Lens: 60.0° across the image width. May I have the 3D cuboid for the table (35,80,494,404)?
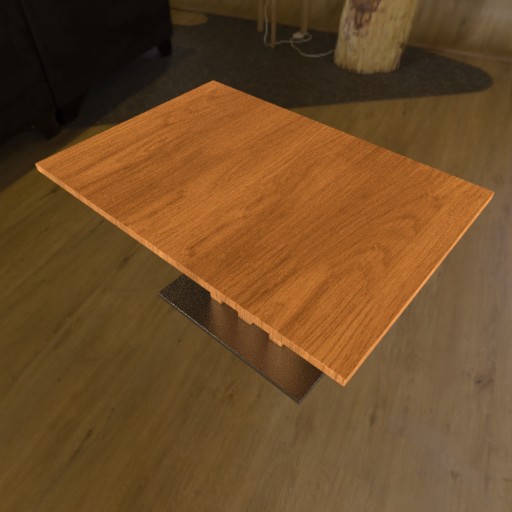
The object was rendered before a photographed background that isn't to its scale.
[{"bbox_3d":[0.000,0.000,1.793,1.300,0.770,0.900,32,53,27],"label":"table"}]
